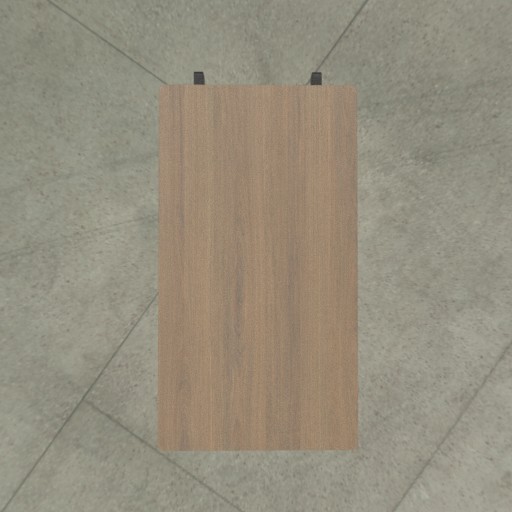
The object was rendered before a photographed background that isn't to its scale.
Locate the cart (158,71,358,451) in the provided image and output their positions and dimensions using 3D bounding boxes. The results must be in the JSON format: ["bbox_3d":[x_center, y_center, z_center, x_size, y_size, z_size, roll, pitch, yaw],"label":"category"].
[{"bbox_3d":[0.000,0.000,1.478,0.457,0.927,0.899,0,89,-1],"label":"cart"}]
